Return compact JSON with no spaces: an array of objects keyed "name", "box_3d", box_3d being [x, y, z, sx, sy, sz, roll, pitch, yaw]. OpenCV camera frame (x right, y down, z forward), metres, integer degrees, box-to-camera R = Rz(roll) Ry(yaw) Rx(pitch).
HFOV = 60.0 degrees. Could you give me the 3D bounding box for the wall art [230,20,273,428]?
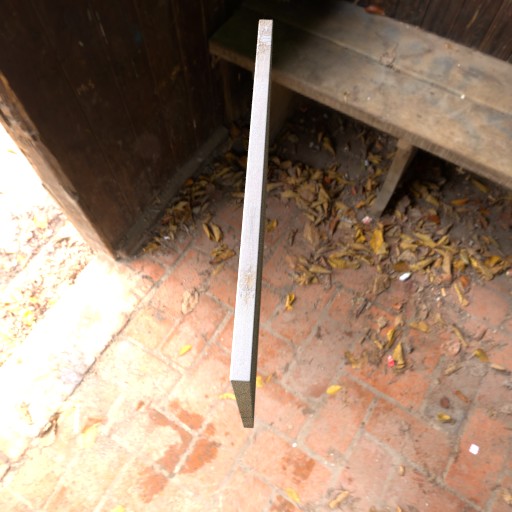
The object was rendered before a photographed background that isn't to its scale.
[{"name":"wall art","box_3d":[0.000,0.000,1.509,0.040,1.018,1.015,3,64,1]}]
